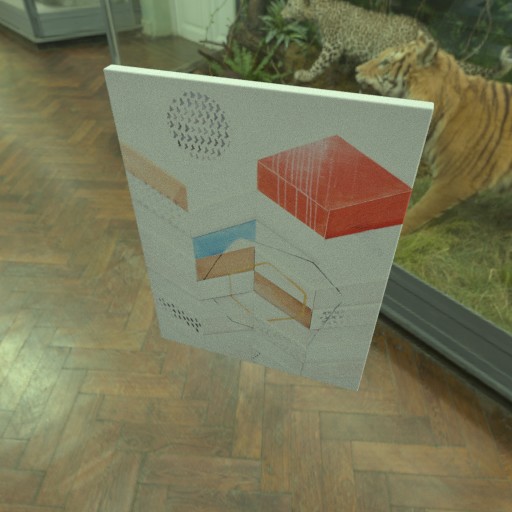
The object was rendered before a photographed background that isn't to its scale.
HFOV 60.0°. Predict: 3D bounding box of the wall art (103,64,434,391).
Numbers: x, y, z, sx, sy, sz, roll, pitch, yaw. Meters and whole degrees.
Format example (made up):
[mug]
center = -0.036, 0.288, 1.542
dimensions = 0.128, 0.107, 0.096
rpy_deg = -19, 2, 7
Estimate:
[wall art]
center = 0.000, 0.000, 1.318
dimensions = 0.759, 1.014, 0.045
rpy_deg = 12, 42, 14
